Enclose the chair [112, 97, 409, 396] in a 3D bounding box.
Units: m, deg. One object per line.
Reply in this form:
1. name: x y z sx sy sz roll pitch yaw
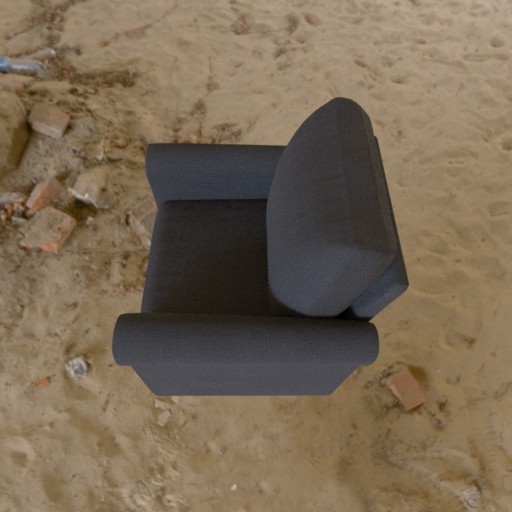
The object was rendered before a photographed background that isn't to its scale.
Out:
1. chair: 0.000 0.000 1.597 0.828 0.942 0.867 0 57 0
